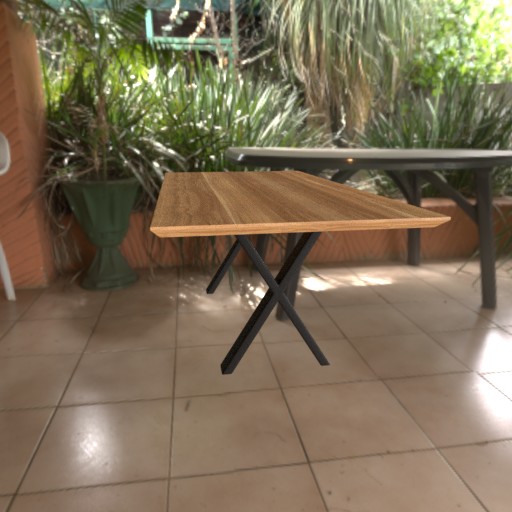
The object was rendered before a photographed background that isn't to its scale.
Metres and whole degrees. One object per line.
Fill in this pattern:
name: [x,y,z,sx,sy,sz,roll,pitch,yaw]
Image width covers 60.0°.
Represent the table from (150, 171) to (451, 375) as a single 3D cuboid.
table: [0.000,0.000,2.477,1.000,0.770,2.000,-3,16,-9]
